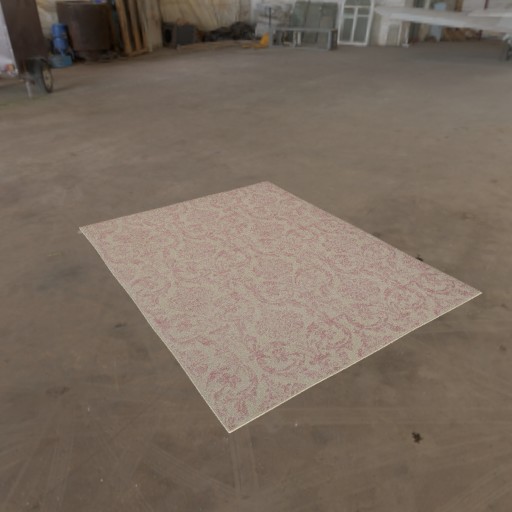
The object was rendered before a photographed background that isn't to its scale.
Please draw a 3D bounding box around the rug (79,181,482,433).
[{"bbox_3d":[0.000,0.000,4.043,2.363,0.012,2.980,-19,35,-29],"label":"rug"}]
